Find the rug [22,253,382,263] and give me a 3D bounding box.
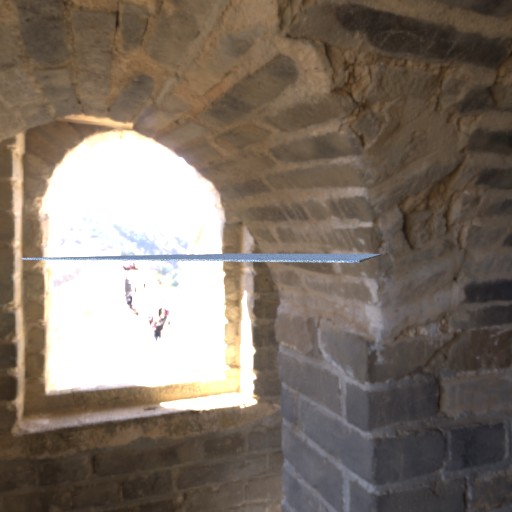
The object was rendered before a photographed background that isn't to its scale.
[{"bbox_3d":[0.000,0.000,2.195,1.142,0.006,1.752,0,1,18],"label":"rug"}]
